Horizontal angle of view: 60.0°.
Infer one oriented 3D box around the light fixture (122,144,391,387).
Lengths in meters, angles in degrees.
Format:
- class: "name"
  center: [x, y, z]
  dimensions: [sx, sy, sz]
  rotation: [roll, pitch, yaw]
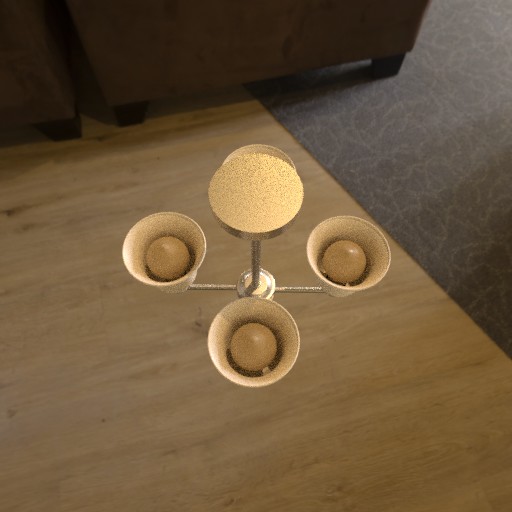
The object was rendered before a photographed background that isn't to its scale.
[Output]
- class: "light fixture"
  center: [0.000, 0.000, 0.727]
  dimensions: [0.427, 0.370, 0.427]
  rotation: [1, 64, 1]
